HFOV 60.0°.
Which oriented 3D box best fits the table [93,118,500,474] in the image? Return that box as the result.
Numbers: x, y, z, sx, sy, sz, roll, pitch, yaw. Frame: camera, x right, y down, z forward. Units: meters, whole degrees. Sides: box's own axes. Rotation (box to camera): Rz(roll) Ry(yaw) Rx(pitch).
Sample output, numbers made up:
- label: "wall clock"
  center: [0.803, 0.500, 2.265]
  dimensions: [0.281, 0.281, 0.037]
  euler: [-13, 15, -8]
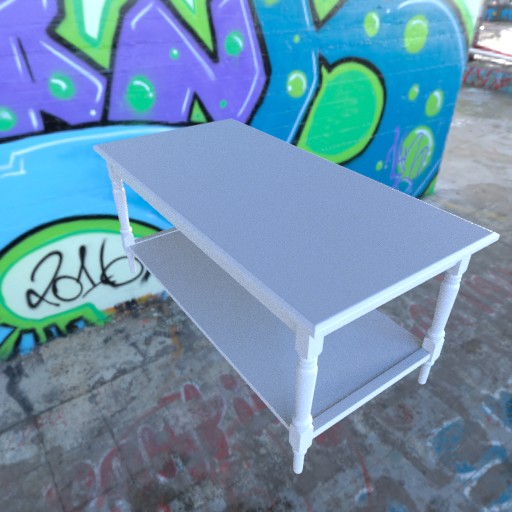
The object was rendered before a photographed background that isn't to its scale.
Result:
- label: "table"
  center: [0.000, 0.000, 1.371]
  dimensions: [0.551, 0.506, 1.109]
  euler: [-21, 39, -29]
